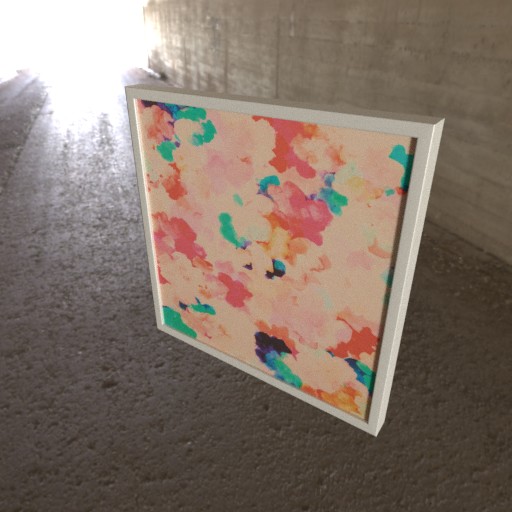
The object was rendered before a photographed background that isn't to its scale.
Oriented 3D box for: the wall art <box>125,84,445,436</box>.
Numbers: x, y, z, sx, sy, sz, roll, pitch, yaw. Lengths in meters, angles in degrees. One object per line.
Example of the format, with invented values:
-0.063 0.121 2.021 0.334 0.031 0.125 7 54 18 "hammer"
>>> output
0.000 0.000 0.748 0.506 0.505 0.038 18 34 30 "wall art"
